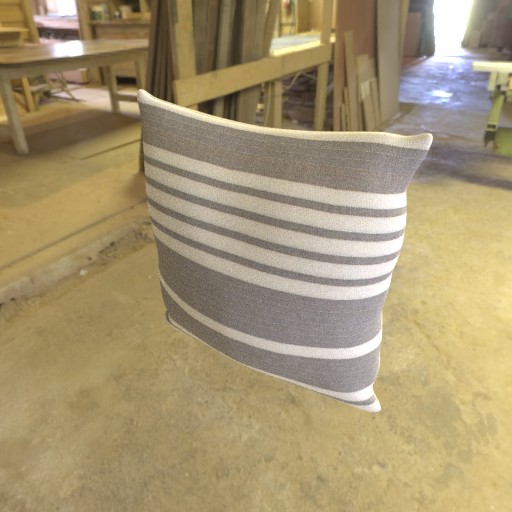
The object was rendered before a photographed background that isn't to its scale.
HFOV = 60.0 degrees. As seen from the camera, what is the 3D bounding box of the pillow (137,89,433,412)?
[{"bbox_3d":[0.000,0.000,0.668,0.439,0.440,0.182,18,34,28],"label":"pillow"}]
